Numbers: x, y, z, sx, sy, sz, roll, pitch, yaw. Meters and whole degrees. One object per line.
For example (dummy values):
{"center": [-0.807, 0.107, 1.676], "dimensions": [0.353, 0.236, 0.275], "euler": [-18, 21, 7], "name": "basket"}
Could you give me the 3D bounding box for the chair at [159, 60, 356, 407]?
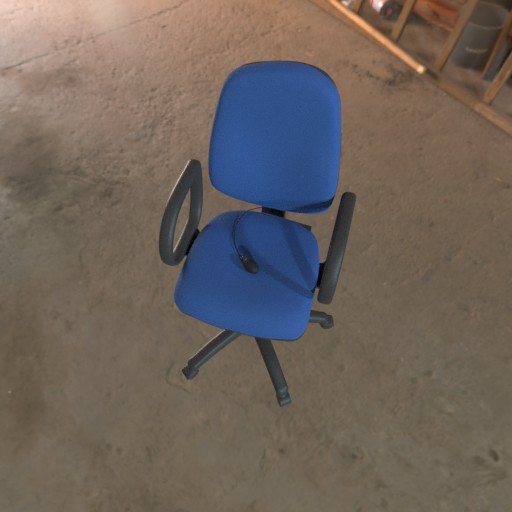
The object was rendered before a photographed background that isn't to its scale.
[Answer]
{"center": [0.000, 0.000, 1.244], "dimensions": [0.552, 0.905, 0.549], "euler": [13, 58, 8], "name": "chair"}
